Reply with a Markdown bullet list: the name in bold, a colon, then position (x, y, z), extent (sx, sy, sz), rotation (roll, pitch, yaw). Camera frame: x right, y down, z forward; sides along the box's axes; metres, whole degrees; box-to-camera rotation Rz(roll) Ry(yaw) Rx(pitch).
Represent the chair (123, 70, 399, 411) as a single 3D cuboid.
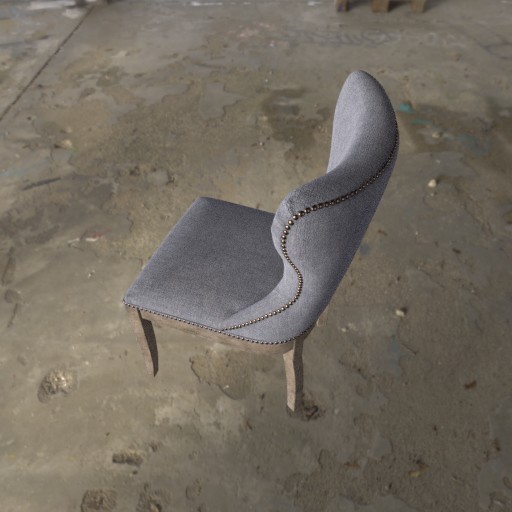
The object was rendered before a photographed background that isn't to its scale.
- **chair**: position (0.000, 0.000, 1.398), extent (0.681, 1.002, 0.654), rotation (15, 47, 14)
